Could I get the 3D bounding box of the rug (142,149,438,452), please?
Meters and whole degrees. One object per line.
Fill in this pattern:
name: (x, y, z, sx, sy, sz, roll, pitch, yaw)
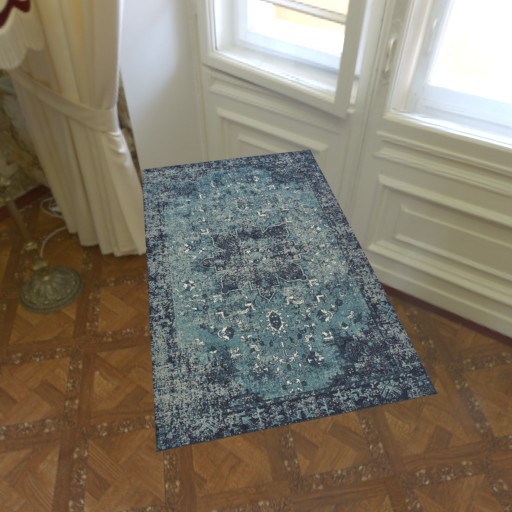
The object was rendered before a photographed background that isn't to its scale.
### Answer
rug: (0.000, 0.000, 3.137, 1.525, 0.007, 2.440, -9, 47, -8)
